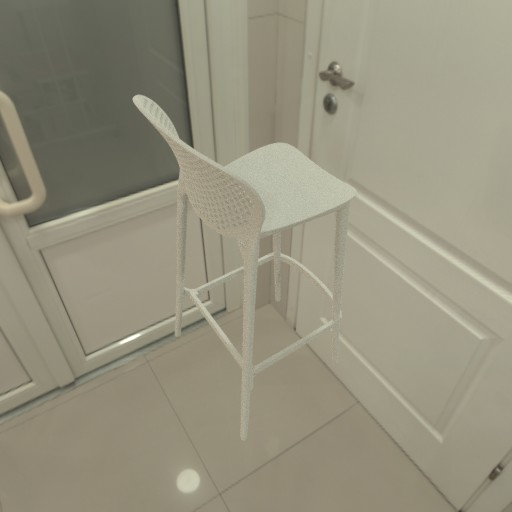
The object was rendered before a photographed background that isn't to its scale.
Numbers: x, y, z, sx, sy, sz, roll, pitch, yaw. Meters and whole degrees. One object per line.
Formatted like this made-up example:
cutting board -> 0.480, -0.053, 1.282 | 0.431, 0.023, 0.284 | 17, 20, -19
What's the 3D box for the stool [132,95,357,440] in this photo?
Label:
stool -> 0.000, 0.000, 1.387 | 0.535, 1.045, 0.536 | -23, 47, -24
